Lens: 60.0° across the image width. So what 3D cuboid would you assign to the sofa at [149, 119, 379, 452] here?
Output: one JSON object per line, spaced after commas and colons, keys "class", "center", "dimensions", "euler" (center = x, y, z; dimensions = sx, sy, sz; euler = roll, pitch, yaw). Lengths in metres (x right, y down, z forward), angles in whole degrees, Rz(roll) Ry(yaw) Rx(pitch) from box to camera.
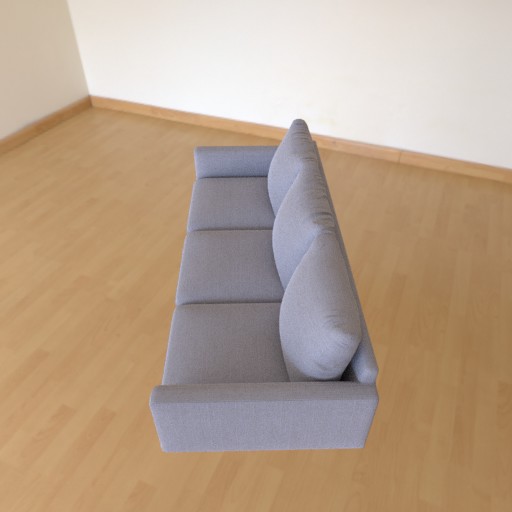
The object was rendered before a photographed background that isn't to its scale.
{"class": "sofa", "center": [0.000, 0.000, 2.438], "dimensions": [0.850, 0.830, 2.000], "euler": [-1, 41, -1]}
